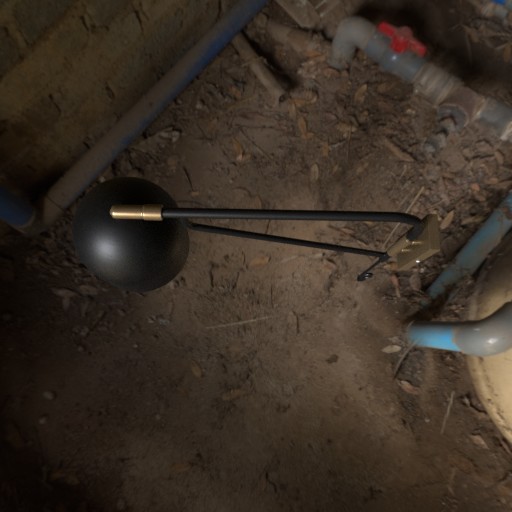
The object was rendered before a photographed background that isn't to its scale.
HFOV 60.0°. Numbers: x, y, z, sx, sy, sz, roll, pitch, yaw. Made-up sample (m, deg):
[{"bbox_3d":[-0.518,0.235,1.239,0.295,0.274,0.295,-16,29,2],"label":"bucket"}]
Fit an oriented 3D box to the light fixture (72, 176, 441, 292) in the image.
[{"bbox_3d":[0.000,0.000,1.086,0.720,0.696,0.215,0,77,0],"label":"light fixture"}]
